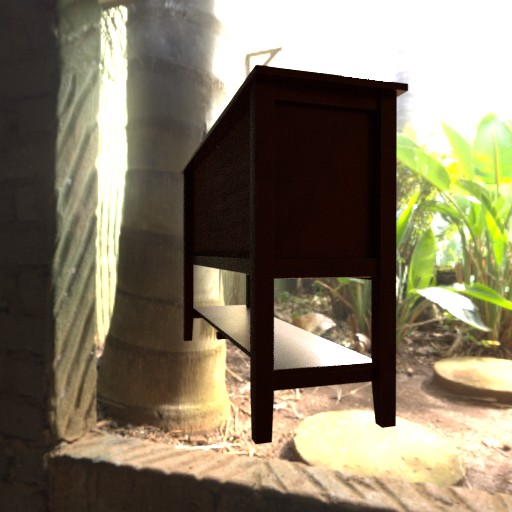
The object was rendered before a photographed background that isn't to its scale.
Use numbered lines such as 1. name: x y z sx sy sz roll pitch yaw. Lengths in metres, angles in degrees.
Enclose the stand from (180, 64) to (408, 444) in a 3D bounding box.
1. stand: 0.000 0.000 1.706 0.410 0.872 1.362 0 0 -17
